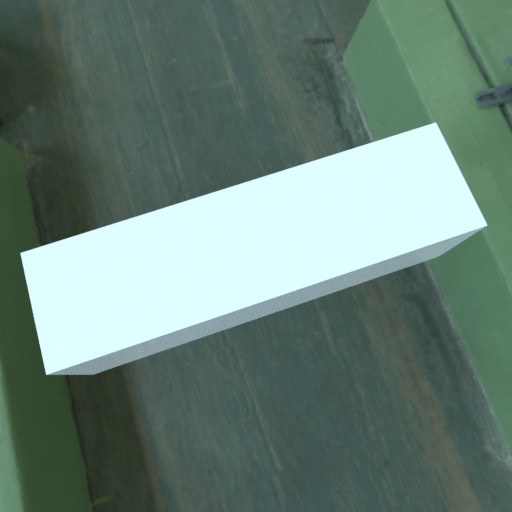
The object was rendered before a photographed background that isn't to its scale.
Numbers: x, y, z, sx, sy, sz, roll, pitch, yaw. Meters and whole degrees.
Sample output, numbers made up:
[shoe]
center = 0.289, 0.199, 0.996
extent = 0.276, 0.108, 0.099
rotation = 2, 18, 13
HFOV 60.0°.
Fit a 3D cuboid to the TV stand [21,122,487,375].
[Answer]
[TV stand]
center = 0.000, 0.000, 1.685
extent = 1.500, 0.440, 0.410
rotation = -18, 76, -5
